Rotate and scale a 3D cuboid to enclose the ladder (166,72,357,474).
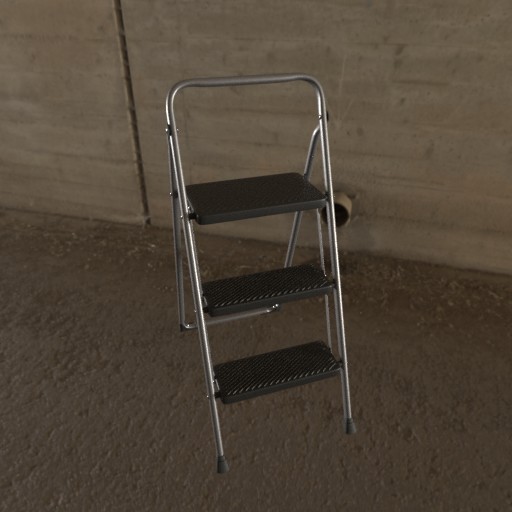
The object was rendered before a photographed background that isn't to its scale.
[{"bbox_3d":[0.000,0.000,1.266,0.430,0.945,0.629,-10,33,-16],"label":"ladder"}]
